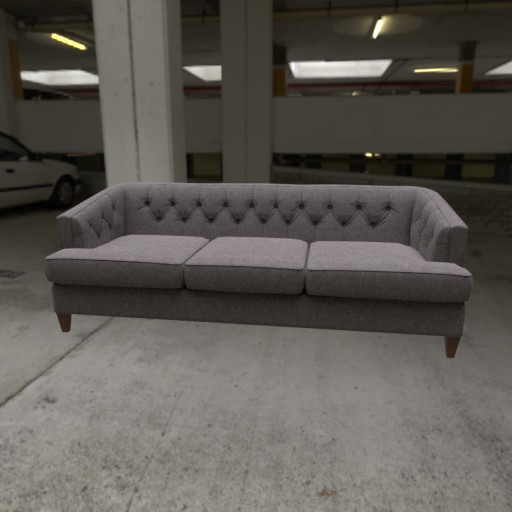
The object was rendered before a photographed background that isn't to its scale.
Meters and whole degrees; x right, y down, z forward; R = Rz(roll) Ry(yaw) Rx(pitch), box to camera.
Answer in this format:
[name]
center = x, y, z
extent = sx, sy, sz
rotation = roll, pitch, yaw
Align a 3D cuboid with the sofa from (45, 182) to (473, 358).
[sofa]
center = 0.000, 0.000, 2.697
extent = 2.247, 0.806, 0.917
rotation = 2, 14, 8
